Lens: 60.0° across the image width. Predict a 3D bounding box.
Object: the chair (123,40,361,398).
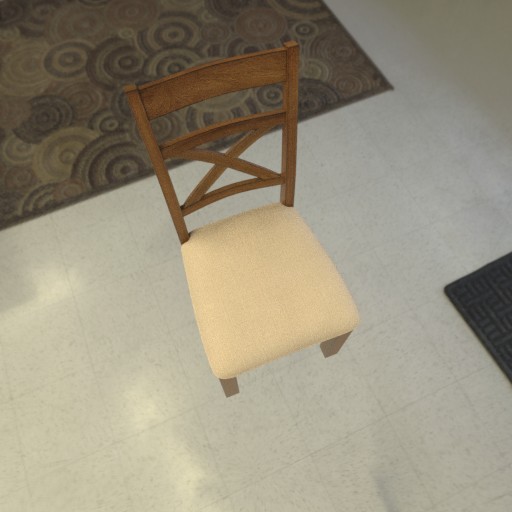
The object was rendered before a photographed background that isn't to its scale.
[{"bbox_3d":[0.000,0.000,1.304,0.461,0.949,0.581,-19,66,-9],"label":"chair"}]
